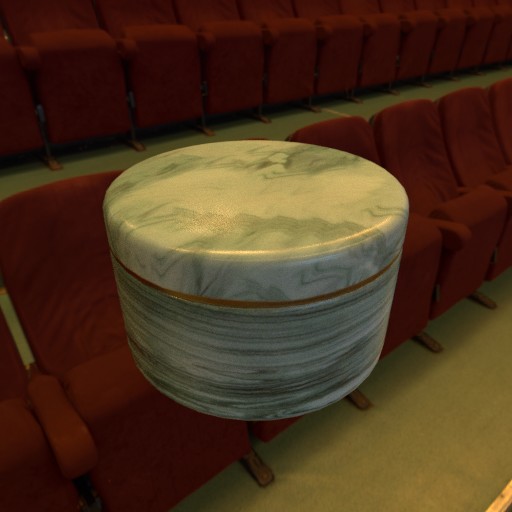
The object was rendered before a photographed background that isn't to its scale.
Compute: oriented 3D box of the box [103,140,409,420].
[{"bbox_3d":[0.000,0.000,0.166,0.101,0.063,0.101,0,31,0],"label":"box"}]
